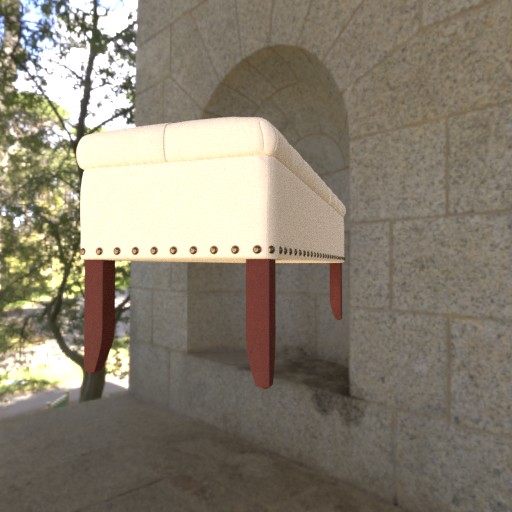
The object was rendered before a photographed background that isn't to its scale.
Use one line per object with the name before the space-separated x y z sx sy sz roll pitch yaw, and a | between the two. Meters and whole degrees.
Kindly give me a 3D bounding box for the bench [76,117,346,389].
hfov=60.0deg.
bench | 0.000 0.000 1.272 0.400 0.470 1.054 0 -1 18
